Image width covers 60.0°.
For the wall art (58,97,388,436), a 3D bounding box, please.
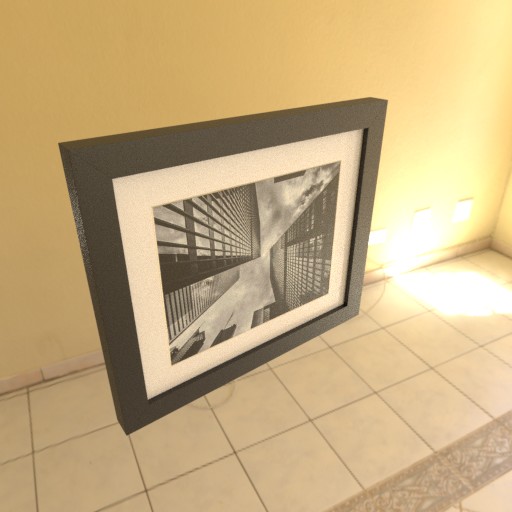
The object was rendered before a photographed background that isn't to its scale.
[{"bbox_3d":[0.000,0.000,0.527,0.381,0.321,0.028,-20,34,-32],"label":"wall art"}]
